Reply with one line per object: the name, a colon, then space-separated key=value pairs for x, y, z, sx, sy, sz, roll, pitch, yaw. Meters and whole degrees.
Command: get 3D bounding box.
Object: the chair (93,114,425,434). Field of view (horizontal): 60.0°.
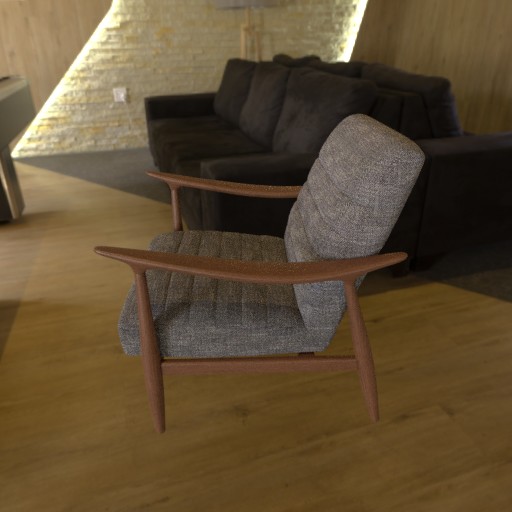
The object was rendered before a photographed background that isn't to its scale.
chair: x=0.000 y=0.000 z=1.443 sx=0.798 sy=0.832 sz=0.741 roll=-1 pitch=26 yaw=-2
